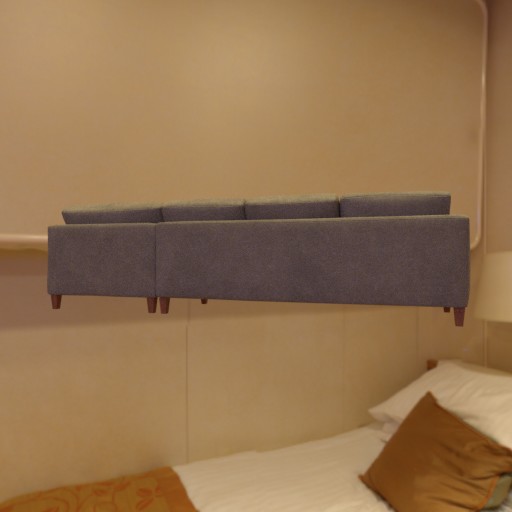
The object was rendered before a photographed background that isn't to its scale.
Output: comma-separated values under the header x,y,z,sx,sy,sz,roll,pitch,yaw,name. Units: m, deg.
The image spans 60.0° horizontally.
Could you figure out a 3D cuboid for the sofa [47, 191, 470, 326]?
x,y,z,sx,sy,sz,roll,pitch,yaw,name
0.000,0.000,4.175,3.471,0.950,1.604,0,0,18,sofa
